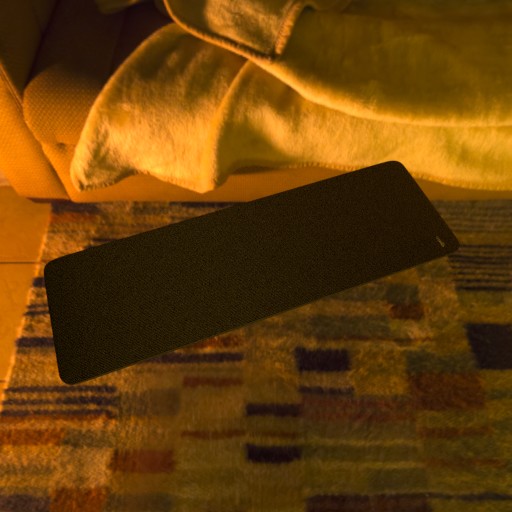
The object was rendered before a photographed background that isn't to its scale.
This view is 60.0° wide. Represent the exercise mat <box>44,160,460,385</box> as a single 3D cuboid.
[{"bbox_3d":[0.000,0.000,2.058,1.869,0.021,0.616,-18,60,-11],"label":"exercise mat"}]
